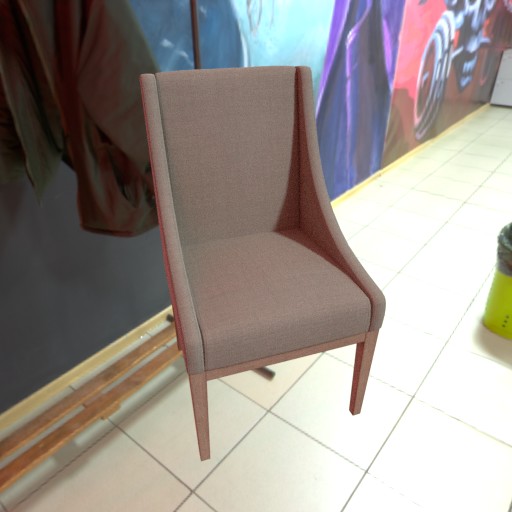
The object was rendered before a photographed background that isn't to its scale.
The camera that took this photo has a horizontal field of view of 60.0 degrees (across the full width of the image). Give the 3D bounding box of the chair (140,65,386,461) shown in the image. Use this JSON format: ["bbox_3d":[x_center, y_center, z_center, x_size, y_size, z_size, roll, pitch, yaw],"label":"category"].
[{"bbox_3d":[0.000,0.000,1.389,0.575,1.021,0.611,-10,33,-16],"label":"chair"}]
